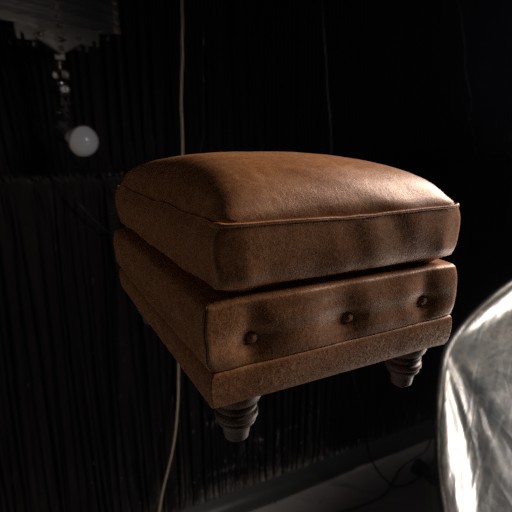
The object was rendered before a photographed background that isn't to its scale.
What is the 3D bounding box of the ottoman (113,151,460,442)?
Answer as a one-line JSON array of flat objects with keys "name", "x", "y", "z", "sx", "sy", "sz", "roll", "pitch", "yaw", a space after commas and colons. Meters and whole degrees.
[{"name": "ottoman", "x": 0.000, "y": 0.000, "z": 1.046, "sx": 0.533, "sy": 0.480, "sz": 0.710, "roll": -7, "pitch": 15, "yaw": -27}]
